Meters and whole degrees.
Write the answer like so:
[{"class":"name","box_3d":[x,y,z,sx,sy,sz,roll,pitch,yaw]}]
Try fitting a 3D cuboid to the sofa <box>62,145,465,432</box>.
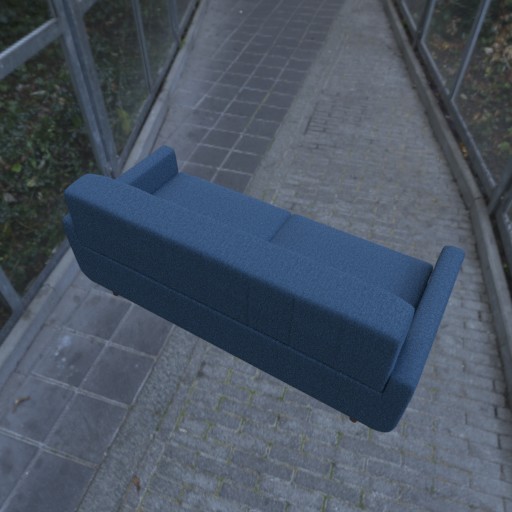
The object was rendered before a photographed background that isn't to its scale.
[{"class":"sofa","box_3d":[0.000,0.000,2.548,2.055,0.884,0.942,23,50,21]}]
